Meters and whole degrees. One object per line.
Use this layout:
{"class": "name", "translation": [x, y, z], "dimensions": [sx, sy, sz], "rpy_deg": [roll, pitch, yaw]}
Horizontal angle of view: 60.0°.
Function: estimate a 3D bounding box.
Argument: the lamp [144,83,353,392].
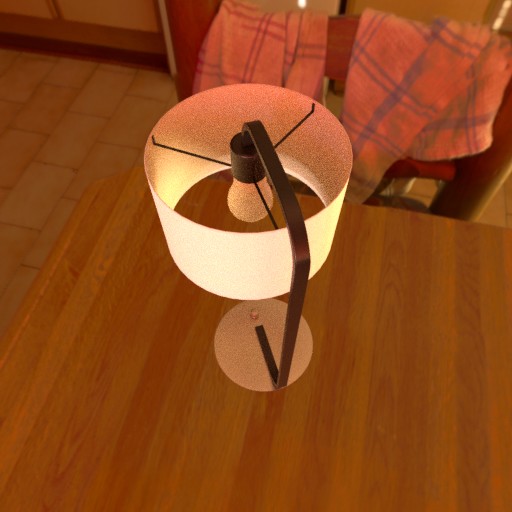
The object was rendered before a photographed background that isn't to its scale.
{"class": "lamp", "translation": [0.000, 0.000, 0.628], "dimensions": [0.230, 0.473, 0.288], "rpy_deg": [-14, 59, -9]}
